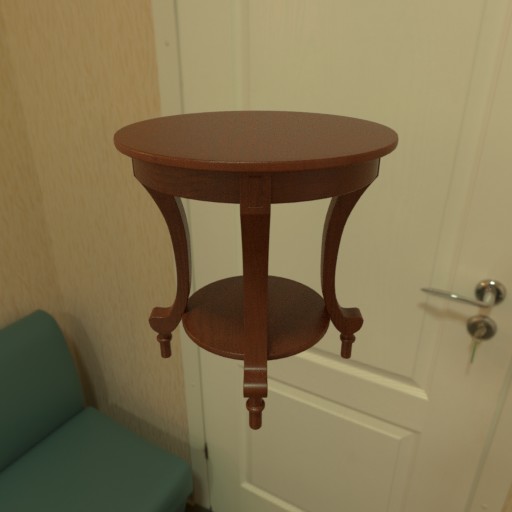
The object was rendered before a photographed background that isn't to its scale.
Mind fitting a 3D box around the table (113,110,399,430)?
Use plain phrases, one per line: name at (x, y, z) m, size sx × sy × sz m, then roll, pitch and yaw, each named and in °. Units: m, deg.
table at (0.000, 0.000, 1.096) m, size 0.597 × 0.612 × 0.597 m, roll 0°, pitch 26°, yaw 0°
